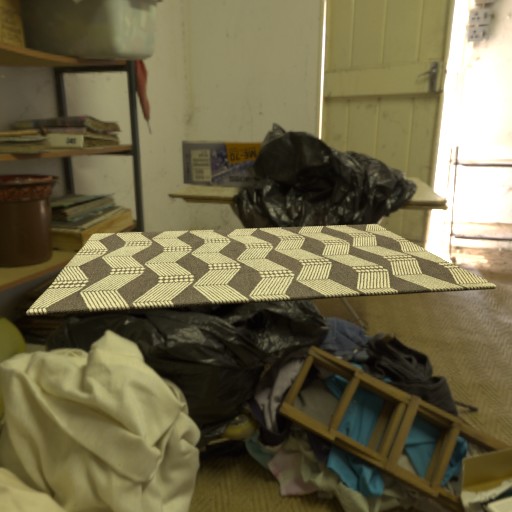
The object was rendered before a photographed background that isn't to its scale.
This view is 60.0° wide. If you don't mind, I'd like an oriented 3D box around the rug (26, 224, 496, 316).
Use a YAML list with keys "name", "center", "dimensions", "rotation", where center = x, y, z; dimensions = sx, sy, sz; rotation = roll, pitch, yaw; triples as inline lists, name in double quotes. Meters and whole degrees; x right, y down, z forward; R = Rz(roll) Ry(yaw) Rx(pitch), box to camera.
- name: "rug"
  center: [0.000, 0.000, 2.266]
  dimensions: [1.833, 0.016, 1.210]
  rotation: [-2, 17, -8]
